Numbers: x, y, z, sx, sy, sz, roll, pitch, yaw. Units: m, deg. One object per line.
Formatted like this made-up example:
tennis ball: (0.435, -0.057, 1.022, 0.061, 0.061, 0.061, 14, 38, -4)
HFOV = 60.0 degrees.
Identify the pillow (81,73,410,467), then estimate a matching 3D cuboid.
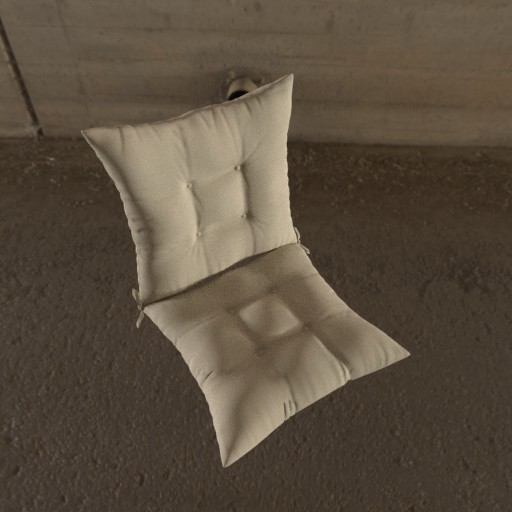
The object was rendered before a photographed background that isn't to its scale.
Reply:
pillow: (0.000, 0.000, 0.988, 0.541, 0.536, 0.585, -23, 49, -22)
